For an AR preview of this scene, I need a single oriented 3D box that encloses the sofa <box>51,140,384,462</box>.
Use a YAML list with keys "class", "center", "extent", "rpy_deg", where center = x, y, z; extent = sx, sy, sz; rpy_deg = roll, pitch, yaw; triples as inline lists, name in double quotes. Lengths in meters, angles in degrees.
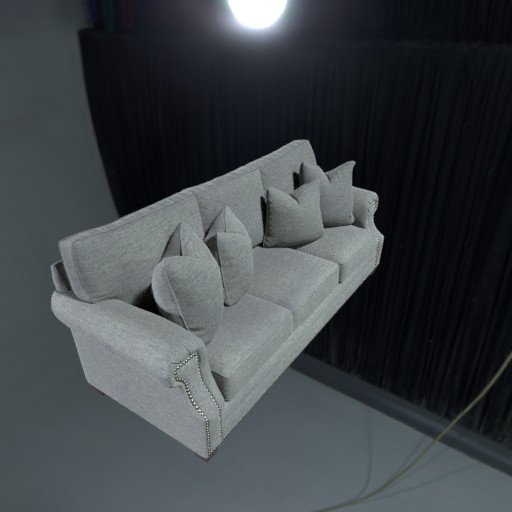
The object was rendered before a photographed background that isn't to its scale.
- class: "sofa"
  center: [0.000, 0.000, 2.809]
  extent: [0.965, 0.975, 2.312]
  rpy_deg: [18, 34, 30]
